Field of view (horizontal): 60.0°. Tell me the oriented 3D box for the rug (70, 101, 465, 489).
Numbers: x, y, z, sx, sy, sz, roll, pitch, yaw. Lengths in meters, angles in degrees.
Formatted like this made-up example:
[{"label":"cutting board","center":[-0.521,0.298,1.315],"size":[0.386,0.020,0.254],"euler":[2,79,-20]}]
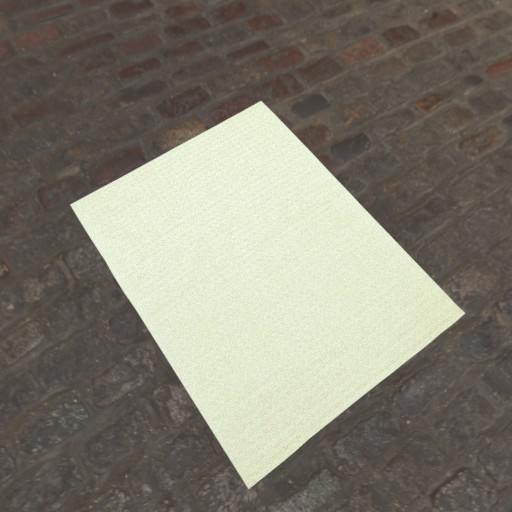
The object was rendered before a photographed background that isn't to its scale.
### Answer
[{"label":"rug","center":[0.000,0.000,4.317],"size":[2.452,0.016,3.204],"euler":[-33,69,-15]}]
